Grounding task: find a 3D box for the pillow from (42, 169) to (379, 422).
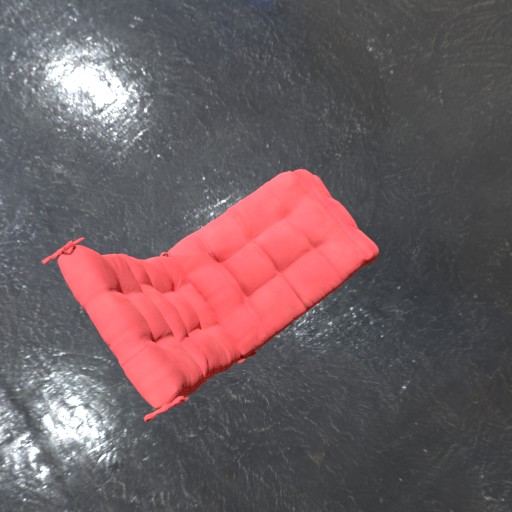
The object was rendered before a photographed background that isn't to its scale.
[{"bbox_3d":[0.000,0.000,1.545,1.016,0.863,0.526,-36,79,-8],"label":"pillow"}]
